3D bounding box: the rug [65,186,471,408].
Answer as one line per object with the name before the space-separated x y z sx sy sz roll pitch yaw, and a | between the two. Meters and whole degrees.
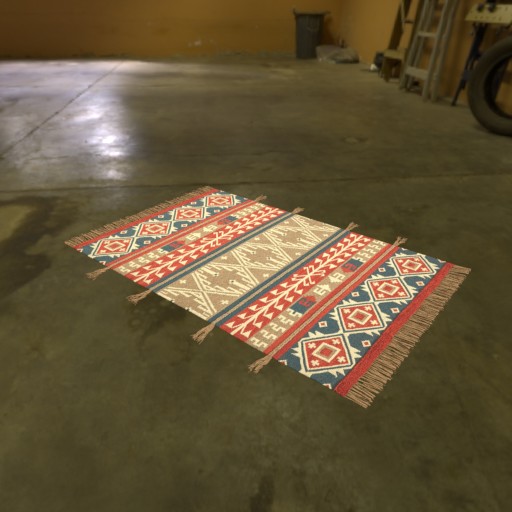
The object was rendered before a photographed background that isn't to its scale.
rug | 0.000 0.000 3.068 2.450 0.048 1.778 22 36 33
